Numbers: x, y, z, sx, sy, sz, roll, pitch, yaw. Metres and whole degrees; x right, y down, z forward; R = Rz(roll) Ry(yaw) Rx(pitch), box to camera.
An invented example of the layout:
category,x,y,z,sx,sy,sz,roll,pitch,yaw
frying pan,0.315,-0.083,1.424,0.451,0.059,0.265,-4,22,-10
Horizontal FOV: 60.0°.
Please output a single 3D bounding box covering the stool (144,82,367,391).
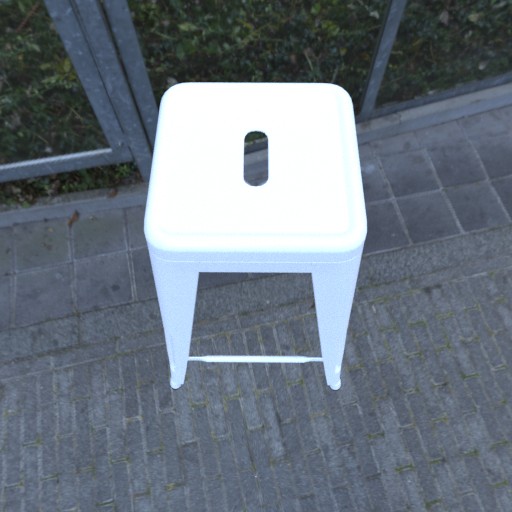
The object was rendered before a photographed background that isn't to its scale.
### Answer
category,x,y,z,sx,sy,sz,roll,pitch,yaw
stool,0.000,0.000,0.866,0.406,0.610,0.406,0,64,0
